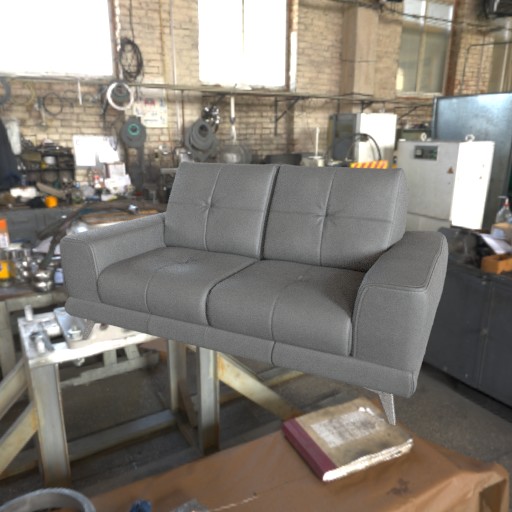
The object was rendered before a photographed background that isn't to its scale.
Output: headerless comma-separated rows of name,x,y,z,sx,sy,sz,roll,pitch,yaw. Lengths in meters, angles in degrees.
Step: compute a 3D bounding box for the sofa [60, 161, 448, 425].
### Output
sofa,0.000,0.000,2.307,1.806,0.907,1.018,7,17,25
